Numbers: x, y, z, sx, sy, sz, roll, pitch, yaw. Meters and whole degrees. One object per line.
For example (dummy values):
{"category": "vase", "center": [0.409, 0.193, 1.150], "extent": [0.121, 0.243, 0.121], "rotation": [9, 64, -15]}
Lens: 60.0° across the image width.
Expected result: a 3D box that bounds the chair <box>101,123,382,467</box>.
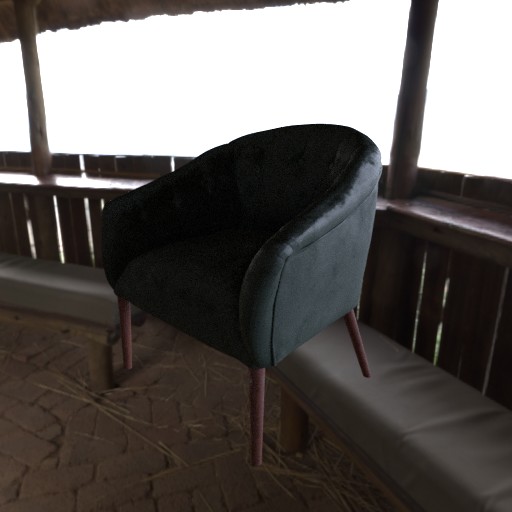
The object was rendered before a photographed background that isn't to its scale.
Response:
{"category": "chair", "center": [0.000, 0.000, 1.542], "extent": [0.776, 0.885, 0.851], "rotation": [-16, 23, -42]}
